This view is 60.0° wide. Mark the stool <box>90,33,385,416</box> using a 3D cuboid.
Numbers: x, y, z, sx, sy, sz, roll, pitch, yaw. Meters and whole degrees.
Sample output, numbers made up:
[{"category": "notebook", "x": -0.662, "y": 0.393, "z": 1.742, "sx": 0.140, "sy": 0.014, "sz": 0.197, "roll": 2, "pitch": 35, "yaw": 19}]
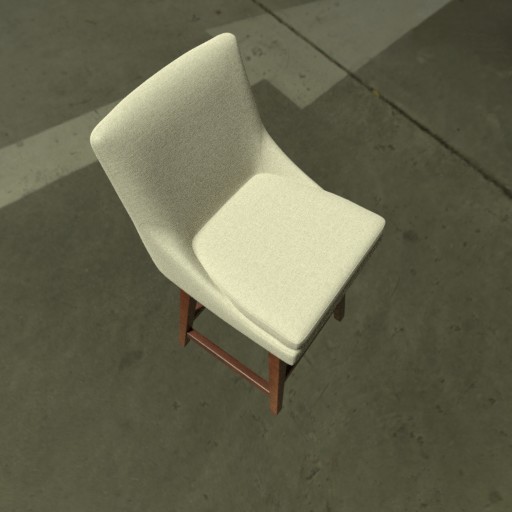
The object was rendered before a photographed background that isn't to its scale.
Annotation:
[{"category": "stool", "x": 0.000, "y": 0.000, "z": 1.293, "sx": 0.559, "sy": 0.991, "sz": 0.469, "roll": 32, "pitch": 63, "yaw": 18}]
